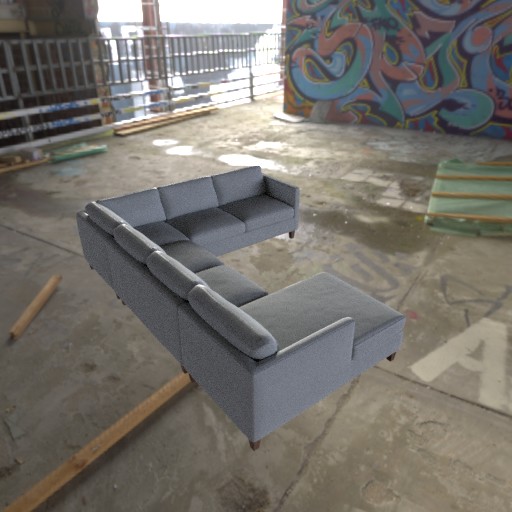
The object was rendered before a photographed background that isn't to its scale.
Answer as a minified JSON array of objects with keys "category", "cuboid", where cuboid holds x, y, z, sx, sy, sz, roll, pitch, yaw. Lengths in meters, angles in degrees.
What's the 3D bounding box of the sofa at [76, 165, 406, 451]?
[{"category":"sofa","cuboid":[0.000,0.000,4.503,2.551,0.853,3.238,-20,34,-33]}]
